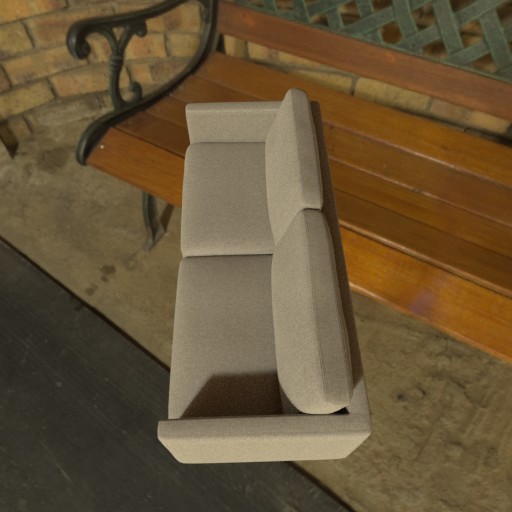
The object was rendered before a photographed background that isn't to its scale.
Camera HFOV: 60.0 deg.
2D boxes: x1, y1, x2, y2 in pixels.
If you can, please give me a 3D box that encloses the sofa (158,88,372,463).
[{"bbox_3d":[0.000,0.000,2.692,0.956,0.963,2.208,-1,57,-1],"label":"sofa"}]
